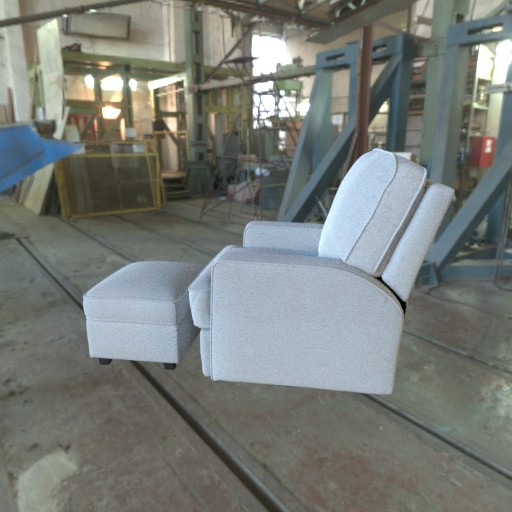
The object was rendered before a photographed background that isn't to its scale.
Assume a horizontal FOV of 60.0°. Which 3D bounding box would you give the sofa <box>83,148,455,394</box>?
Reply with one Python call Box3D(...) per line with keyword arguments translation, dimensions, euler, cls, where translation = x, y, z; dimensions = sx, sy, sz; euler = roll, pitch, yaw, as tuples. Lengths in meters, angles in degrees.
Box3D(translation=(0.000, 0.000, 2.040), dimensions=(1.472, 0.959, 0.861), euler=(2, 15, 8), cls="sofa")
